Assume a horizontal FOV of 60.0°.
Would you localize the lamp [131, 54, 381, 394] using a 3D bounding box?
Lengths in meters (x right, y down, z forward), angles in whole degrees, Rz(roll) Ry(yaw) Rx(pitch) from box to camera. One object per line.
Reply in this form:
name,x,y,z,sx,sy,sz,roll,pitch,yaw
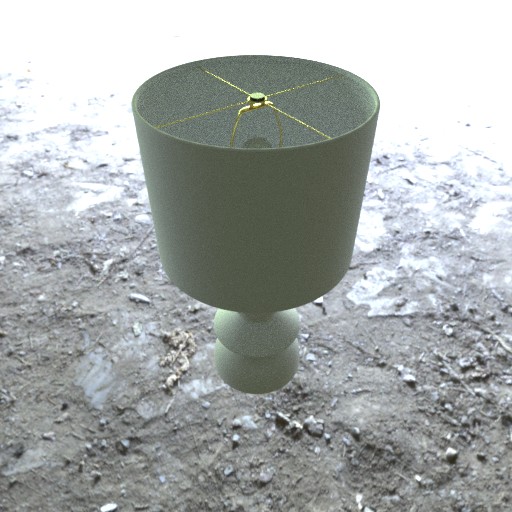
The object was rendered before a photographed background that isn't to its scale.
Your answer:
lamp,0.000,0.000,0.720,0.301,0.533,0.301,-25,47,-26
